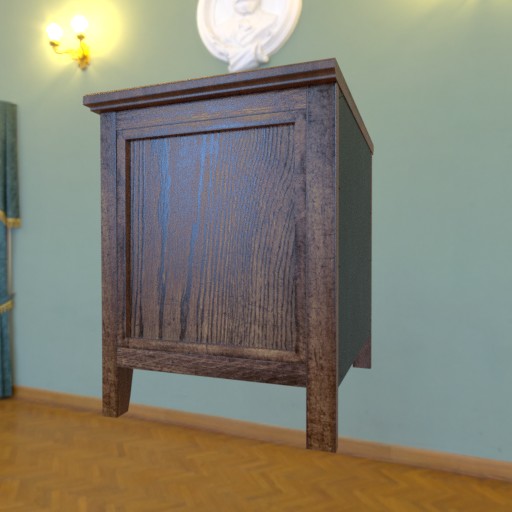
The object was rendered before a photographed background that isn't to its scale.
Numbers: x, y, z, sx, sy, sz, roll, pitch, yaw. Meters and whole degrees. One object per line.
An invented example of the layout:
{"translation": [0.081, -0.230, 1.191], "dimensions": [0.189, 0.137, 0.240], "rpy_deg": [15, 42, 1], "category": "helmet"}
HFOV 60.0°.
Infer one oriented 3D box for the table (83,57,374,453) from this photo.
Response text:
{"translation": [0.000, 0.000, 1.006], "dimensions": [0.461, 0.597, 0.586], "rpy_deg": [0, 1, 20], "category": "table"}
